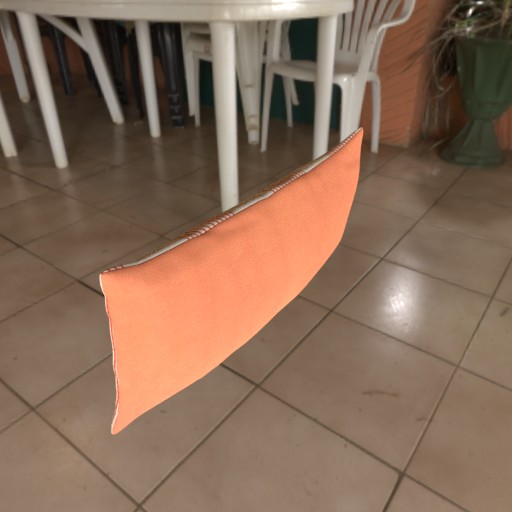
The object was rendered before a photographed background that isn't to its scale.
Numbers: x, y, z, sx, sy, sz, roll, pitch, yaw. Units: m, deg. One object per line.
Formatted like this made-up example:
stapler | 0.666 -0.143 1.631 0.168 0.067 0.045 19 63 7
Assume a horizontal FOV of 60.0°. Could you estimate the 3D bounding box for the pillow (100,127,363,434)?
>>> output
pillow | 0.000 0.000 0.729 0.156 0.292 0.608 21 38 30
